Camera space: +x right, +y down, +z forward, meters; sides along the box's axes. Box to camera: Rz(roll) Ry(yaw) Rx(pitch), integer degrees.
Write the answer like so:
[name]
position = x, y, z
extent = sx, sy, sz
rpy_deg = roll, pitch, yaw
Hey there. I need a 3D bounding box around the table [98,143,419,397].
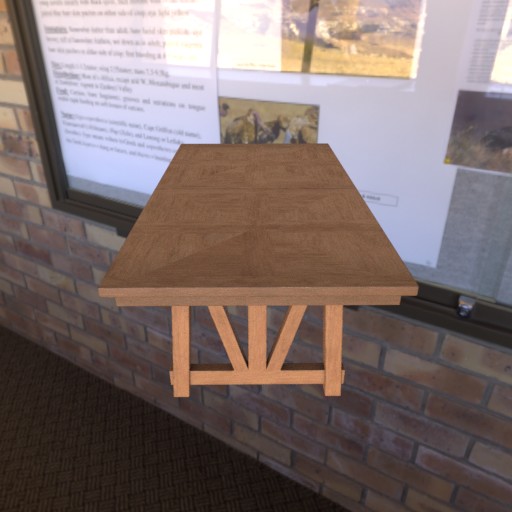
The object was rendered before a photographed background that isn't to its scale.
[table]
position = 0.000, 0.000, 2.412
extent = 1.016, 0.768, 1.881
rpy_deg = 0, 28, 0
